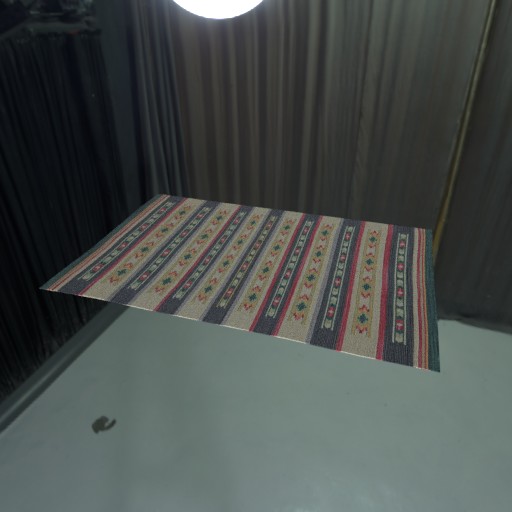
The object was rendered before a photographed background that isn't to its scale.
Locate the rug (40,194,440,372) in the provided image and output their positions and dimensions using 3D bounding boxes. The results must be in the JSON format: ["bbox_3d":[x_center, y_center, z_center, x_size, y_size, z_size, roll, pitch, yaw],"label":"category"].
[{"bbox_3d":[0.000,0.000,3.019,2.311,0.010,1.522,9,32,15],"label":"rug"}]
